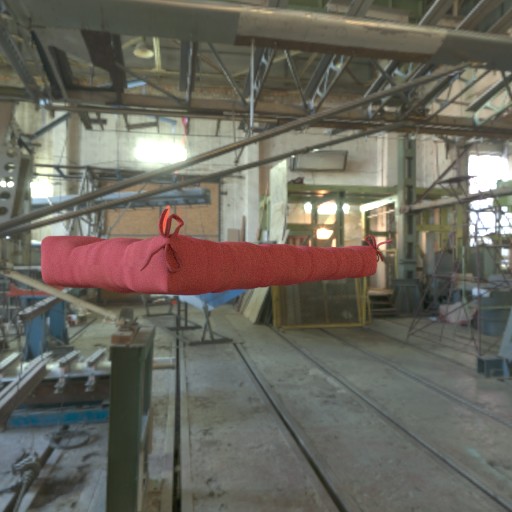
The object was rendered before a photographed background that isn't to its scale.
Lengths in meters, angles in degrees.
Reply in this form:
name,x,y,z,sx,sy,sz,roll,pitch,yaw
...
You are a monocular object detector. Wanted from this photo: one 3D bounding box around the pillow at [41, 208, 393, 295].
name,x,y,z,sx,sy,sz,roll,pitch,yaw
pillow,0.000,0.000,1.366,0.511,0.174,1.194,0,0,35
